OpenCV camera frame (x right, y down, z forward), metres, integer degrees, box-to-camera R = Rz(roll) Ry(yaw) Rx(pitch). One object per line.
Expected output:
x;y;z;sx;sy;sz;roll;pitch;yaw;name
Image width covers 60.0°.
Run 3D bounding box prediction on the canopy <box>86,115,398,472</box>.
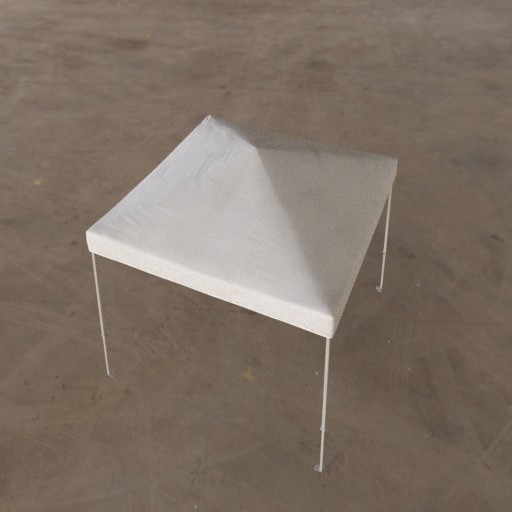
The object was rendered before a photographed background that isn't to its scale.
0.000;0.000;5.083;2.848;2.849;2.849;18;49;17;canopy
